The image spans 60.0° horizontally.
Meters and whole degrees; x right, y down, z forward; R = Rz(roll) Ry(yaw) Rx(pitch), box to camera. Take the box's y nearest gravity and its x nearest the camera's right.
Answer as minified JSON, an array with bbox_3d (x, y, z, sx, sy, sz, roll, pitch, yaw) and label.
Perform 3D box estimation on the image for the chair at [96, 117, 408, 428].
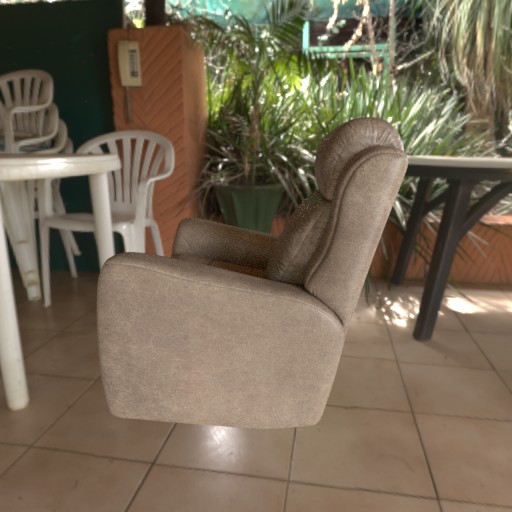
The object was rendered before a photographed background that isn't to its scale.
[{"bbox_3d":[0.000,0.000,1.916,1.068,1.116,0.967,2,15,8],"label":"chair"}]
